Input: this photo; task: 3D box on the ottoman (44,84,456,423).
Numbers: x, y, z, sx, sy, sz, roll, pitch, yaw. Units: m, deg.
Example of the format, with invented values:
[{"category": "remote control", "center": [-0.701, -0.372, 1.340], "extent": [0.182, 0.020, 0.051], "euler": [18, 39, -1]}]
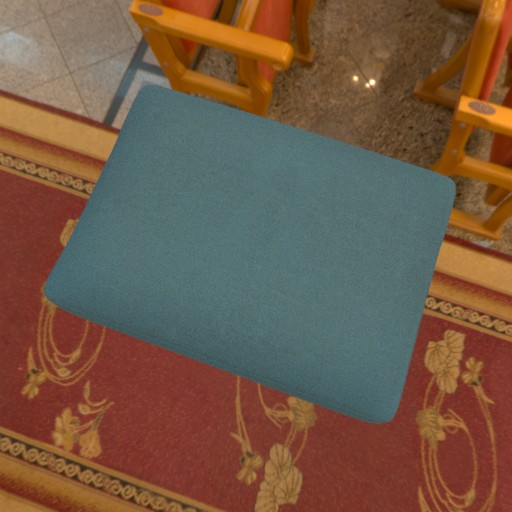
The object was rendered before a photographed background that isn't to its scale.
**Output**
[{"category": "ottoman", "center": [0.000, 0.000, 1.065], "extent": [0.749, 0.428, 0.549], "euler": [19, 76, 5]}]
